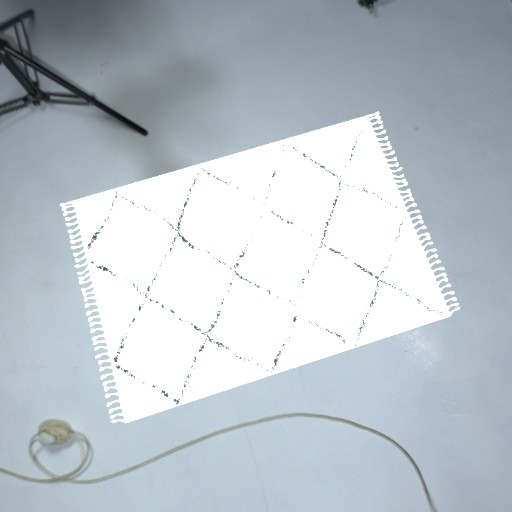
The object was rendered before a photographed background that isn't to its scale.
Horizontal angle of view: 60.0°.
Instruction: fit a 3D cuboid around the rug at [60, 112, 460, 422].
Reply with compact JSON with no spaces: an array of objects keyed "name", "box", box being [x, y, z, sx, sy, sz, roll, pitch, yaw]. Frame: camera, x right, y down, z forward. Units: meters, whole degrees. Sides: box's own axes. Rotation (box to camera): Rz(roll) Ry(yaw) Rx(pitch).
[{"name":"rug","box":[0.000,0.000,2.906,2.307,0.031,1.494,-17,77,-4]}]
